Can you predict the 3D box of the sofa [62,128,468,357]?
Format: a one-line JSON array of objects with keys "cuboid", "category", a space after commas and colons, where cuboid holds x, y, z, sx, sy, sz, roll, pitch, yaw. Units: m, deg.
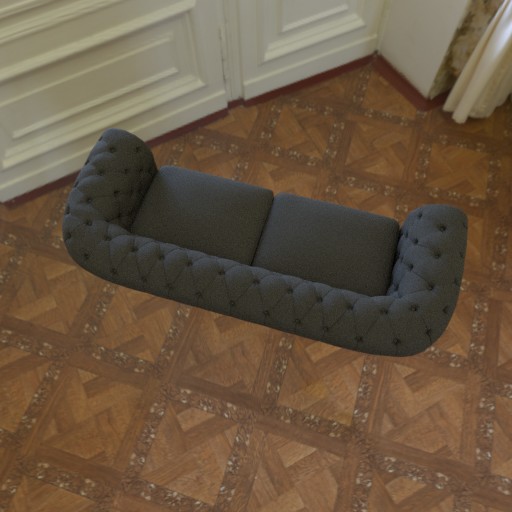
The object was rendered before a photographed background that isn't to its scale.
[{"cuboid": [0.000, 0.000, 2.809, 2.362, 0.762, 0.991, 15, 64, 7], "category": "sofa"}]
